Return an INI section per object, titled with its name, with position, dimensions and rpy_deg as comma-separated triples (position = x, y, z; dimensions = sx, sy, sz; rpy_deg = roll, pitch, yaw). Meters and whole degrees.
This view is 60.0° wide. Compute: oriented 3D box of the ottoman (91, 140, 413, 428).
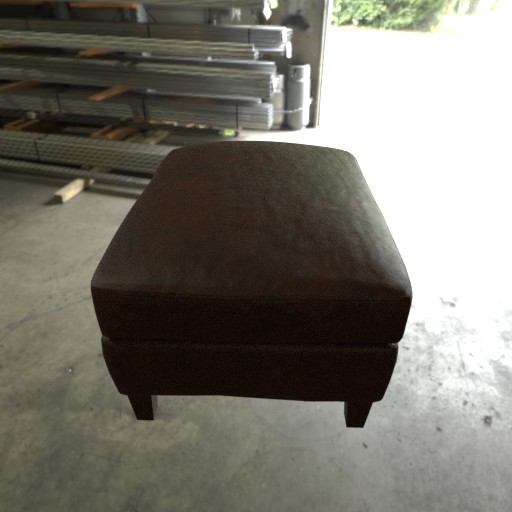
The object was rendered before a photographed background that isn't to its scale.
[ottoman]
position = 0.000, 0.000, 1.296
dimensions = 0.659, 0.527, 0.887
rpy_deg = 1, 32, 2
